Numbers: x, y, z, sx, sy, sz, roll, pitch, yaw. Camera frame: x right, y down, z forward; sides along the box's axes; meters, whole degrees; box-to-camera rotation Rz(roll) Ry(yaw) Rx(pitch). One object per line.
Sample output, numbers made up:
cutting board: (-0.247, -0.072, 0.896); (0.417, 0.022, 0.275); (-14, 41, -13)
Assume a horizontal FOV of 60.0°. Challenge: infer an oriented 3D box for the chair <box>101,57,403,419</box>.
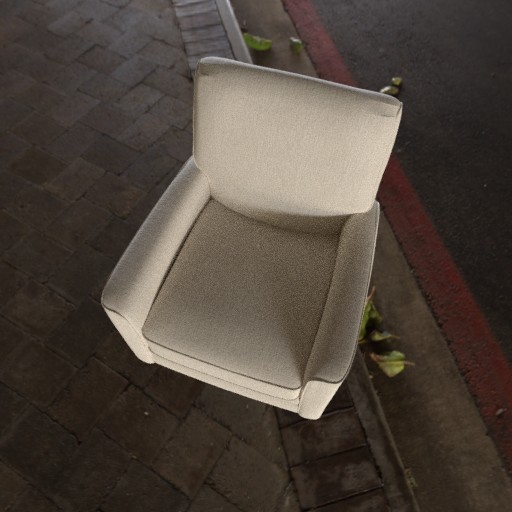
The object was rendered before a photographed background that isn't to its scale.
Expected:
chair: (0.000, 0.000, 1.634); (0.841, 1.028, 0.858); (16, 61, 9)
